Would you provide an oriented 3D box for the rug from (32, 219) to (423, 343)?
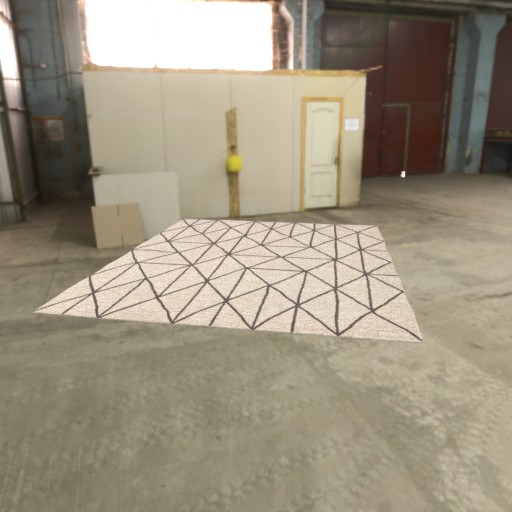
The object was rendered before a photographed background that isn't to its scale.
[{"bbox_3d":[0.000,0.000,4.124,2.468,0.022,3.061,3,17,9],"label":"rug"}]
